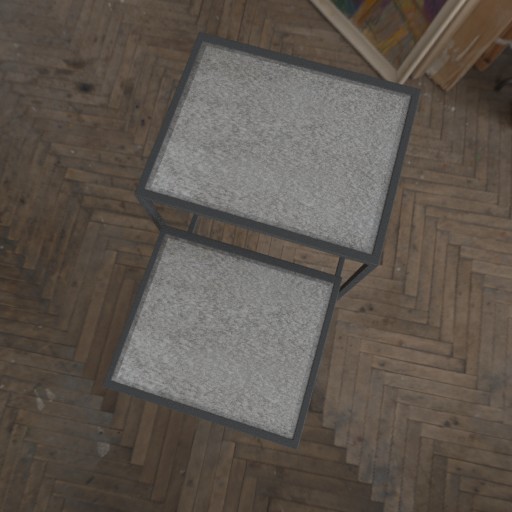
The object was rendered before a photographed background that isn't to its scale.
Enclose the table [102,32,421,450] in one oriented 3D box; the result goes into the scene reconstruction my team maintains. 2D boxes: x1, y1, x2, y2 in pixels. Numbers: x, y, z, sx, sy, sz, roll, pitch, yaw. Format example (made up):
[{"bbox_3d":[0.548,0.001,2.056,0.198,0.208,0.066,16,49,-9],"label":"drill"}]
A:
[{"bbox_3d":[0.000,0.000,1.145,0.508,0.540,0.788,16,76,4],"label":"table"}]
